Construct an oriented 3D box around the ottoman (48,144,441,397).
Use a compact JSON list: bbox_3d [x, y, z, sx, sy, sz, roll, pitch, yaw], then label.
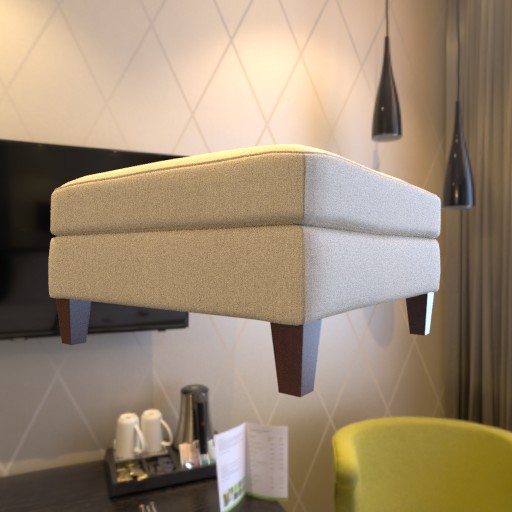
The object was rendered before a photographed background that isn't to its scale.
[{"bbox_3d":[0.000,0.000,1.293,0.838,0.478,0.838,0,0,37],"label":"ottoman"}]
